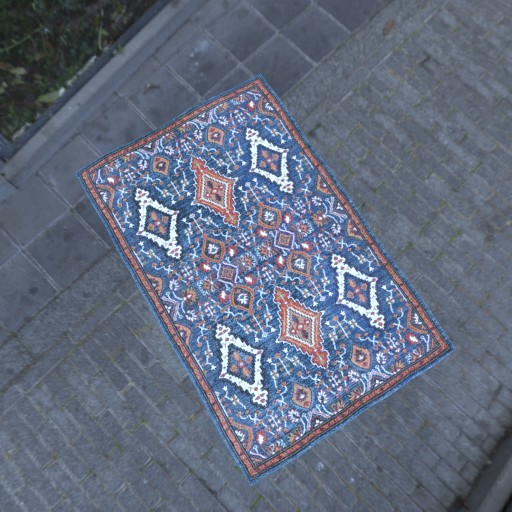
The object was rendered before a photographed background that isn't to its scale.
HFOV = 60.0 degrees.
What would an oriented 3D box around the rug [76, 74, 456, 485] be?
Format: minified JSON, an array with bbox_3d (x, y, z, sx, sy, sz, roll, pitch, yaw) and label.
[{"bbox_3d":[0.000,0.000,2.298,1.195,0.014,1.847,-31,78,-7],"label":"rug"}]
